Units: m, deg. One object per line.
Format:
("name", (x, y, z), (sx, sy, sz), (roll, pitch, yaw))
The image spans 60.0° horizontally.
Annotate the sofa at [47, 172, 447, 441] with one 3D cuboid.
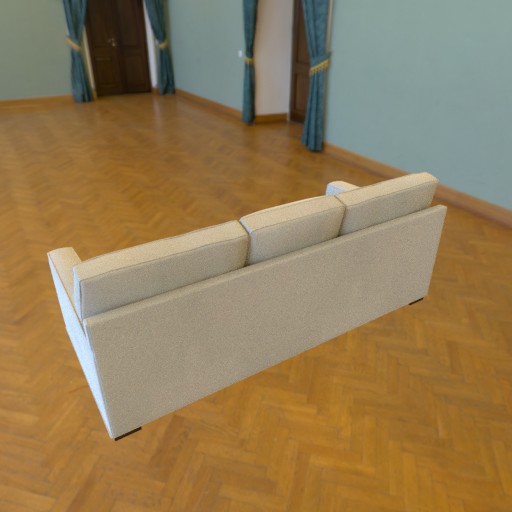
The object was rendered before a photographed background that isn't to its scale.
("sofa", (0.000, 0.000, 2.577), (2.088, 0.862, 0.935), (-17, 34, -28))
